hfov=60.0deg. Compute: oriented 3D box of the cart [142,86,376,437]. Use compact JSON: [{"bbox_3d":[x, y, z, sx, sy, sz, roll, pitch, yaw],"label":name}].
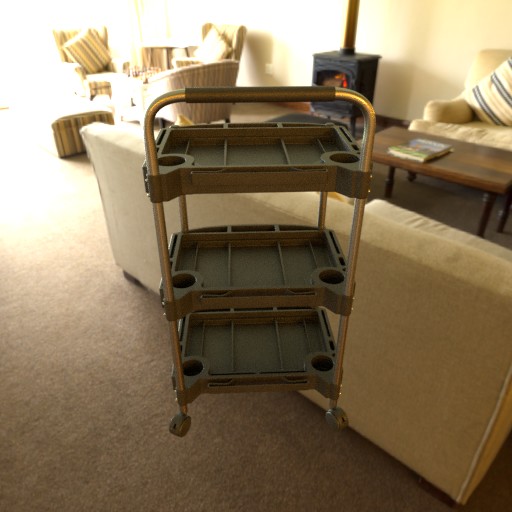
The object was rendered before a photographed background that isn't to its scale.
[{"bbox_3d":[0.000,0.000,1.379,0.584,1.075,0.518,-1,32,-2],"label":"cart"}]
